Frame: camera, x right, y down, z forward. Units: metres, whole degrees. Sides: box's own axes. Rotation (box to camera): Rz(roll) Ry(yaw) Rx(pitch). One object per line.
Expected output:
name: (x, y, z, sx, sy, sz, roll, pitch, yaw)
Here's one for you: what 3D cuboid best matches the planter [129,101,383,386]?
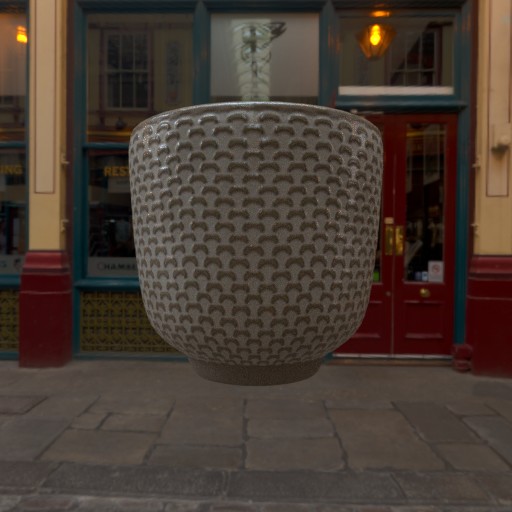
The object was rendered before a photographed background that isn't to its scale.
planter: (0.000, 0.000, 0.312, 0.173, 0.160, 0.173, 0, 0, 0)
